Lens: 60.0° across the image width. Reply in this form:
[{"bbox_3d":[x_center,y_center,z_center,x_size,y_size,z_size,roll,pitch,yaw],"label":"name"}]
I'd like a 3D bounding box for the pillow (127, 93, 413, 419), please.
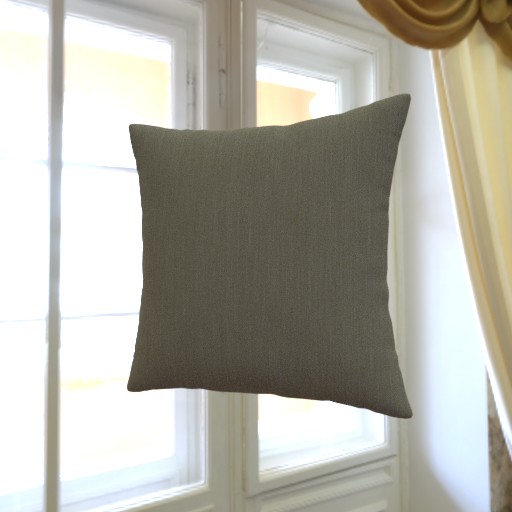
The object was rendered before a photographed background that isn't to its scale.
[{"bbox_3d":[0.000,0.000,0.768,0.511,0.509,0.161,0,-1,17],"label":"pillow"}]
